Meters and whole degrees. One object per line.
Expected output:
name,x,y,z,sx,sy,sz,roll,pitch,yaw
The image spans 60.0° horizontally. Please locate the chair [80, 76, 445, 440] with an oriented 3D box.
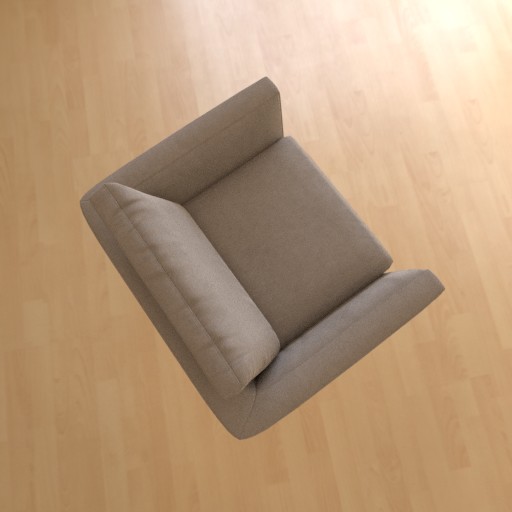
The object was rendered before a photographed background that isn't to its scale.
chair,0.000,0.000,1.717,0.889,0.864,1.041,-35,78,-8
